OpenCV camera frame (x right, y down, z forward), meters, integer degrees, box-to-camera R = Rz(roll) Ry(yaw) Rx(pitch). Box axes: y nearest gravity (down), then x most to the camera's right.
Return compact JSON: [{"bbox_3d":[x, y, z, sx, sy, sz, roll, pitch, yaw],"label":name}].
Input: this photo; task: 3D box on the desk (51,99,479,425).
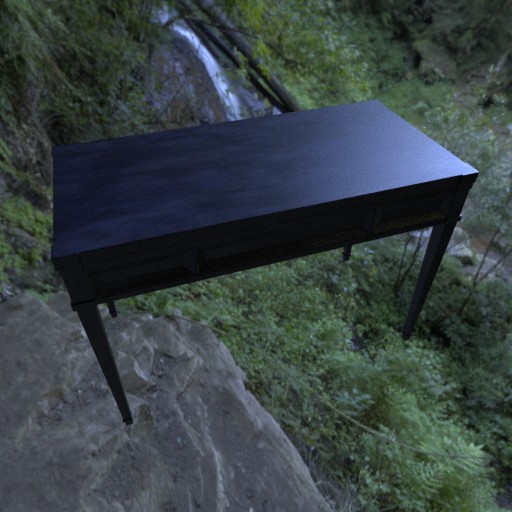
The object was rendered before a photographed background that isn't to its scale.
[{"bbox_3d":[0.000,0.000,1.759,1.289,0.861,0.630,-13,43,-14],"label":"desk"}]
